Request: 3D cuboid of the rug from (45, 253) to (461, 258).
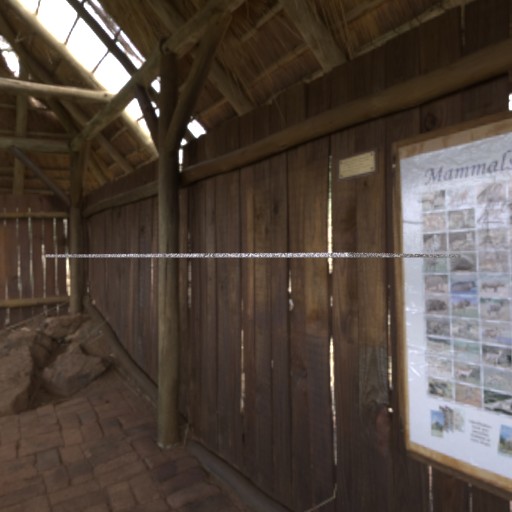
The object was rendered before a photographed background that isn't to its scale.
[{"bbox_3d":[0.000,0.000,4.084,3.000,0.025,2.401,0,0,37],"label":"rug"}]
